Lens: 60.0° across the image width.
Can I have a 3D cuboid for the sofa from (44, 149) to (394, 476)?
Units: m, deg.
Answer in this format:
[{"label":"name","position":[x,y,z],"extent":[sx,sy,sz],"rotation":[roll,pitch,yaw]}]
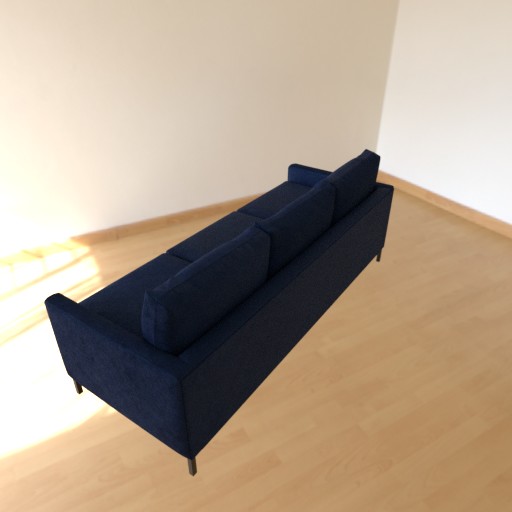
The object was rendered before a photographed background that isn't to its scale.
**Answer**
[{"label":"sofa","position":[0.000,0.000,2.682],"extent":[0.875,0.879,2.252],"rotation":[20,36,29]}]
